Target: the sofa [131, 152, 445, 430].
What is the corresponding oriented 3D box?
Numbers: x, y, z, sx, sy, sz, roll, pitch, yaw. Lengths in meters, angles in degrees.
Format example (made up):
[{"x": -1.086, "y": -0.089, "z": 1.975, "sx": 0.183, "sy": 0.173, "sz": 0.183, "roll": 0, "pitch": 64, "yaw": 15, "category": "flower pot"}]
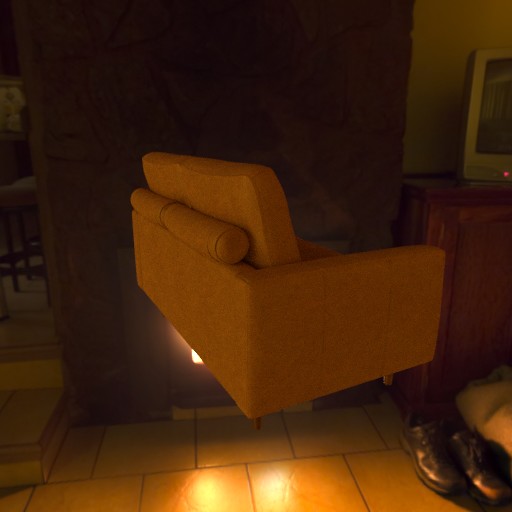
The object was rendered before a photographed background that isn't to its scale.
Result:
[{"x": 0.000, "y": 0.000, "z": 2.023, "sx": 0.868, "sy": 0.898, "sz": 1.430, "roll": -8, "pitch": 17, "yaw": -27, "category": "sofa"}]
